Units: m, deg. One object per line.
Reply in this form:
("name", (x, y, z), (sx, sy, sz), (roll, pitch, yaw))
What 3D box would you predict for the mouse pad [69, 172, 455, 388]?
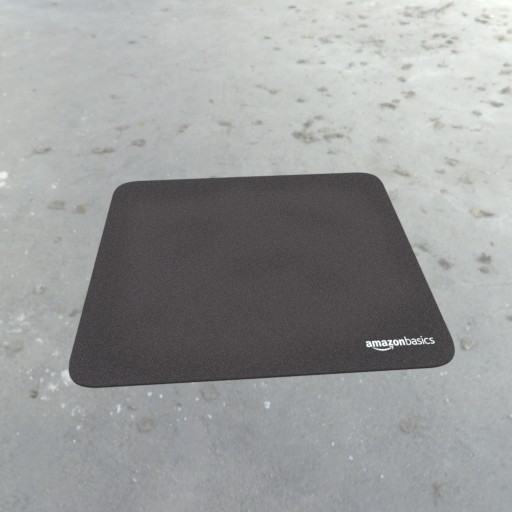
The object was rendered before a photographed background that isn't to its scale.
("mouse pad", (0.000, 0.000, 0.347), (0.249, 0.002, 0.211), (-3, 45, -3))
